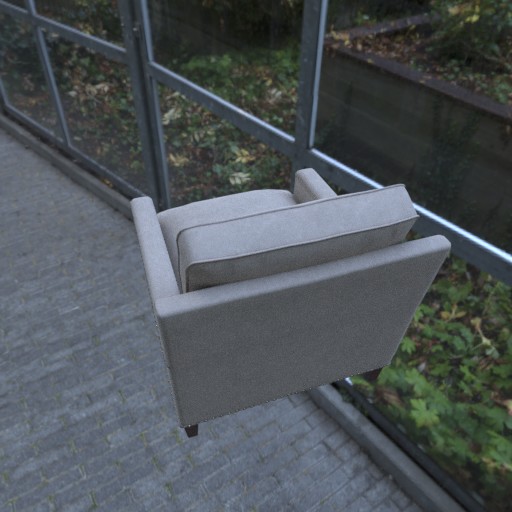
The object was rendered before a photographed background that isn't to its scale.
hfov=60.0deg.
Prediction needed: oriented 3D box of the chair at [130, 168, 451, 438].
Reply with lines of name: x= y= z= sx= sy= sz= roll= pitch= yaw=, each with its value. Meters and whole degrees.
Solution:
chair: x=0.000 y=0.000 z=1.733 sx=0.853 sy=0.943 sz=1.014 roll=-12 pitch=42 yaw=-14
